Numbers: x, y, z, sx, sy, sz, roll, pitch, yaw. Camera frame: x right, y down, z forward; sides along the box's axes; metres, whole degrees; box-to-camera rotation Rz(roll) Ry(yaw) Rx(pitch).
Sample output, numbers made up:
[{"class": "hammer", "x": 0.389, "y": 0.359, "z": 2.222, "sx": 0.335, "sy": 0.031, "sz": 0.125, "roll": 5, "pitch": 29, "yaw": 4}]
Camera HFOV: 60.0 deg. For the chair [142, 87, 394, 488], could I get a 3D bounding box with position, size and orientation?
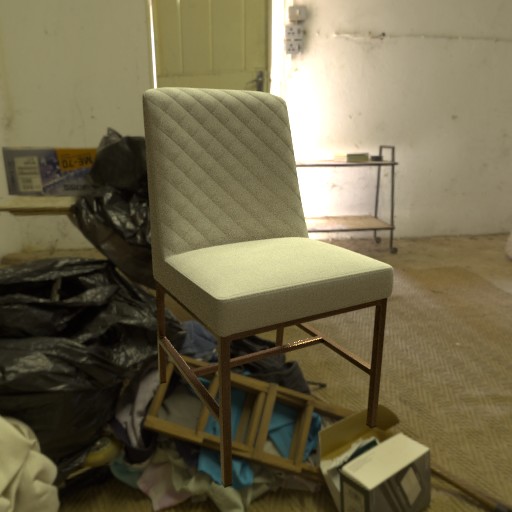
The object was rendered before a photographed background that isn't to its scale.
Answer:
[{"class": "chair", "x": 0.000, "y": 0.000, "z": 1.264, "sx": 0.503, "sy": 0.933, "sz": 0.597, "roll": -8, "pitch": 18, "yaw": -27}]
